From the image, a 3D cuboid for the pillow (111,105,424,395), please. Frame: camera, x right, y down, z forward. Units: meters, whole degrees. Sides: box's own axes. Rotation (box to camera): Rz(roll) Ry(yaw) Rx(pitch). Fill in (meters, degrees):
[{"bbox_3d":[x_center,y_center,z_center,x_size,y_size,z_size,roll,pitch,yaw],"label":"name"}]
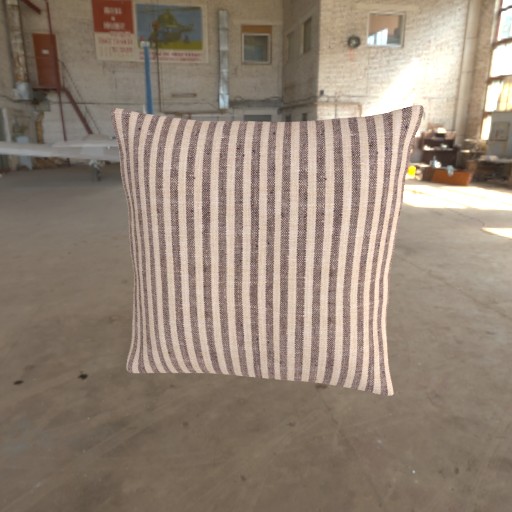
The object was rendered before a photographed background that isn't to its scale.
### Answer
[{"bbox_3d":[0.000,0.000,0.789,0.523,0.506,0.166,3,16,9],"label":"pillow"}]
